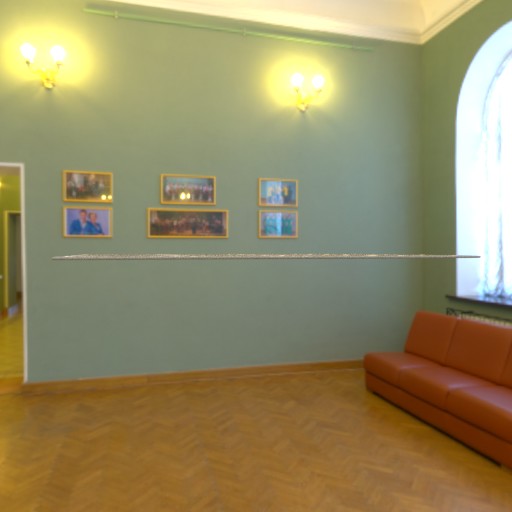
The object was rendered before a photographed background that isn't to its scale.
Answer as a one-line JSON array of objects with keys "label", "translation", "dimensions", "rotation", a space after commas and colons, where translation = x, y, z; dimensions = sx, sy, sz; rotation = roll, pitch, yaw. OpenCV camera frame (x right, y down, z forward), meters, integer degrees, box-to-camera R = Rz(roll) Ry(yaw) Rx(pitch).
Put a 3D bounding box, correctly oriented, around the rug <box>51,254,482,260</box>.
[{"label": "rug", "translation": [0.000, 0.000, 2.967], "dimensions": [2.294, 0.014, 1.528], "rotation": [0, 1, -16]}]
